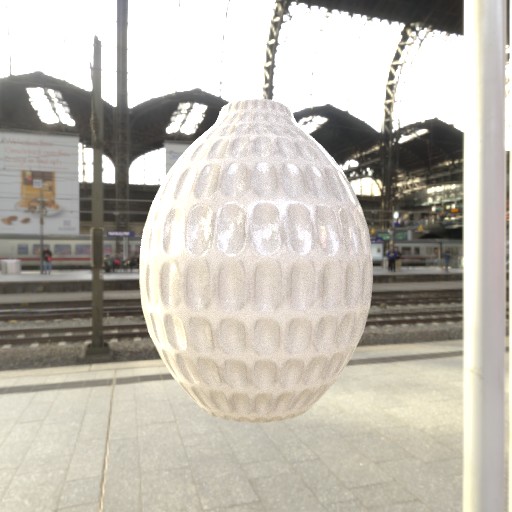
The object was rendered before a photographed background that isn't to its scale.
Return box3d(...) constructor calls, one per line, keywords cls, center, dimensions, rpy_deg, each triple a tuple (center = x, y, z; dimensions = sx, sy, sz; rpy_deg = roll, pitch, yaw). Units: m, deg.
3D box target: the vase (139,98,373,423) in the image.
box3d(cls="vase", center=(0.000, 0.000, 0.252), dimensions=(0.128, 0.167, 0.128), rpy_deg=(0, 0, 0))
